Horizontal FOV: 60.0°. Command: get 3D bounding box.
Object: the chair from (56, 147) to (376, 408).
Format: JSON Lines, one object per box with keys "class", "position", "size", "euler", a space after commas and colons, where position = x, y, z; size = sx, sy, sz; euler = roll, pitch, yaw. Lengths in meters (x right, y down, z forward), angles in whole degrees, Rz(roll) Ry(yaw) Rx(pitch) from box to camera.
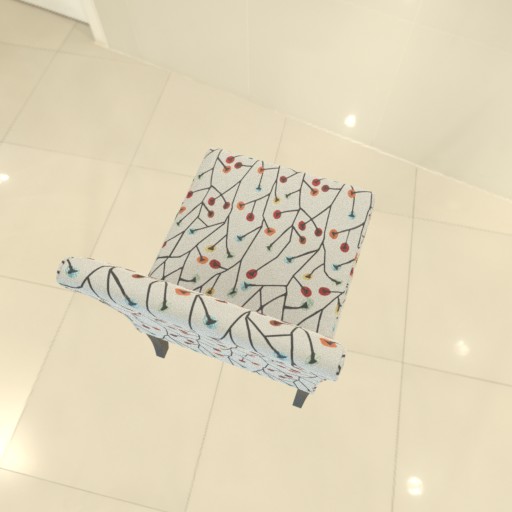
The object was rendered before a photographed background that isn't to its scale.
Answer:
{"class": "chair", "position": [0.000, 0.000, 1.316], "size": [0.597, 0.813, 0.732], "euler": [17, 64, 9]}
